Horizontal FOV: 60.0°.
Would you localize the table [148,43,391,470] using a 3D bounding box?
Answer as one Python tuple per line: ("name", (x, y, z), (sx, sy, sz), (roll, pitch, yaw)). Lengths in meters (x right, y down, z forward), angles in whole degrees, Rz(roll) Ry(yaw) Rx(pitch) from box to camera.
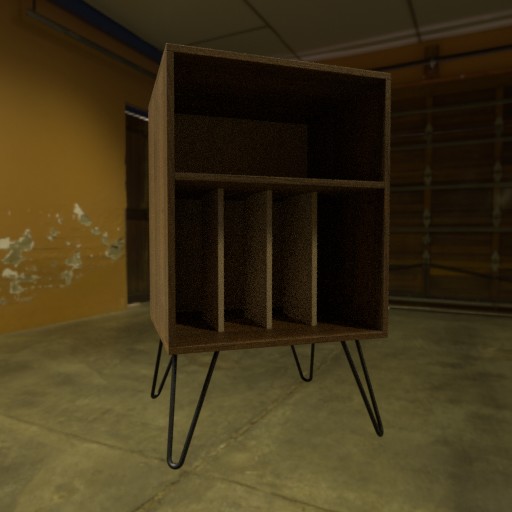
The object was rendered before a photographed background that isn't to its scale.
("table", (0.000, 0.000, 1.187), (0.526, 0.866, 0.457), (-1, 2, -18))
